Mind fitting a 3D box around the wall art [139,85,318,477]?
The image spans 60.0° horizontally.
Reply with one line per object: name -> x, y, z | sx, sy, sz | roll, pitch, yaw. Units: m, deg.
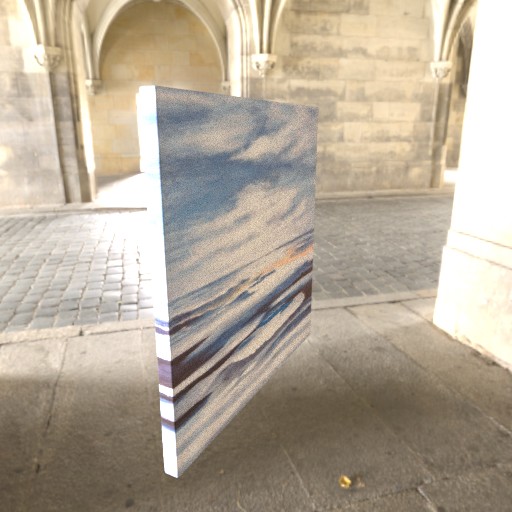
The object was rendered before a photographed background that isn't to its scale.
wall art -> 0.000, 0.000, 1.122 | 0.035, 0.747, 0.747 | 8, 18, 27
